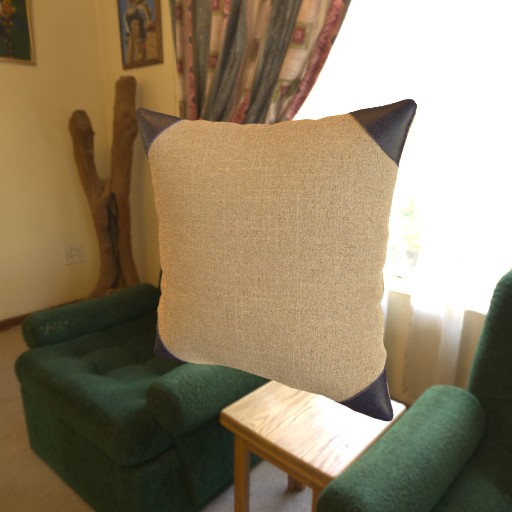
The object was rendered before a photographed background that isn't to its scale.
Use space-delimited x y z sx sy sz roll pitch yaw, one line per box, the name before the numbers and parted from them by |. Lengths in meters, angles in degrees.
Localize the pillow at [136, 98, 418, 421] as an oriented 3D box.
pillow | 0.000 0.000 0.674 0.440 0.441 0.147 7 17 26
